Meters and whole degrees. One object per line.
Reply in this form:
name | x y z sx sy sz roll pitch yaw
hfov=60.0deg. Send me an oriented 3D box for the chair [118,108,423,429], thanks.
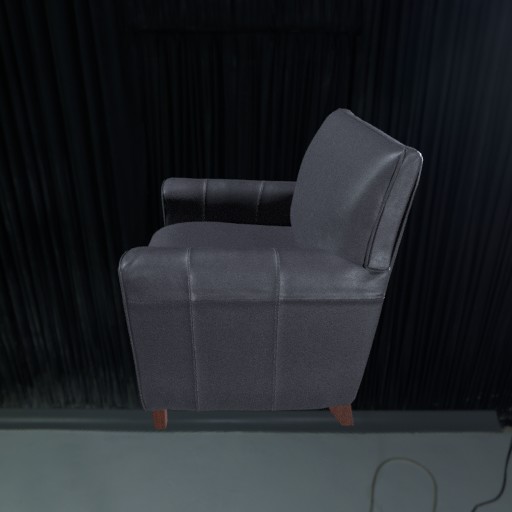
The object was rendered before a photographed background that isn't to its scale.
chair | 0.000 0.000 1.630 0.825 0.943 0.870 -1 25 -2
